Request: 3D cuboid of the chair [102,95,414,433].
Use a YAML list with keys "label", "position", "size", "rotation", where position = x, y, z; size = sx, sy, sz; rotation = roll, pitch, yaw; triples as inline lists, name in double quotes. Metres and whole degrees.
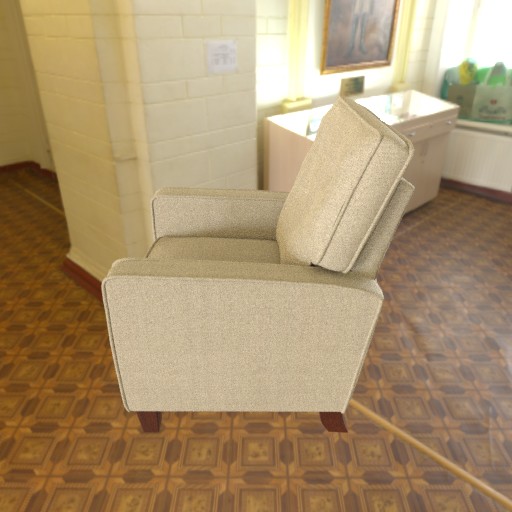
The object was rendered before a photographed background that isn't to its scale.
- label: "chair"
  position: [0.000, 0.000, 1.380]
  size: [0.754, 0.888, 0.648]
  rotation: [0, 28, 0]
